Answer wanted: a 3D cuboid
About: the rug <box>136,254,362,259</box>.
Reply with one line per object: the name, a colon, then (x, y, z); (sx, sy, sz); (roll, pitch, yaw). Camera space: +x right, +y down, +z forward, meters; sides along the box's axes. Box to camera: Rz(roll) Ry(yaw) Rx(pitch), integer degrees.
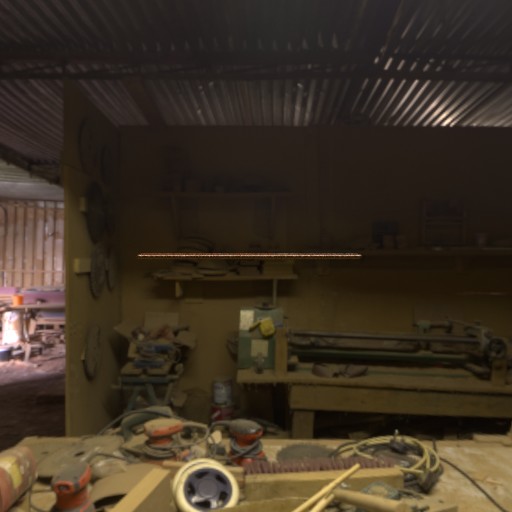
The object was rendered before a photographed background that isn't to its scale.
rug: (0.000, 0.000, 1.988); (0.556, 0.013, 1.820); (0, 0, 1)
